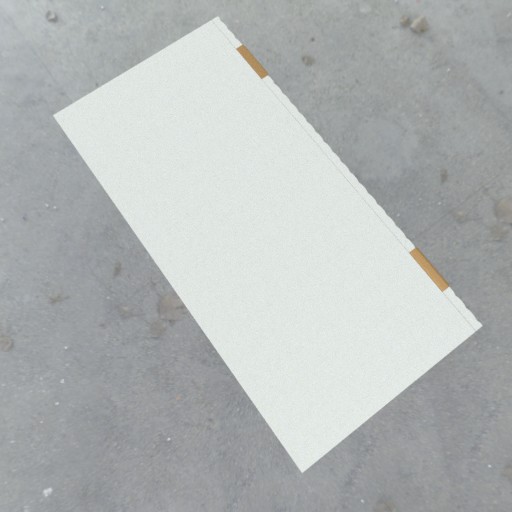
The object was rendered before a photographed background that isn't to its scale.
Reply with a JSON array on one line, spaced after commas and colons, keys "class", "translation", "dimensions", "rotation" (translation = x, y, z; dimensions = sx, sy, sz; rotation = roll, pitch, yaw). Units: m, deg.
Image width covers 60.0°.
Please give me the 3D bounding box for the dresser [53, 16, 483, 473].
[{"class": "dresser", "translation": [0.000, 0.000, 1.277], "dimensions": [0.457, 0.721, 0.905], "rotation": [-35, 78, -9]}]
